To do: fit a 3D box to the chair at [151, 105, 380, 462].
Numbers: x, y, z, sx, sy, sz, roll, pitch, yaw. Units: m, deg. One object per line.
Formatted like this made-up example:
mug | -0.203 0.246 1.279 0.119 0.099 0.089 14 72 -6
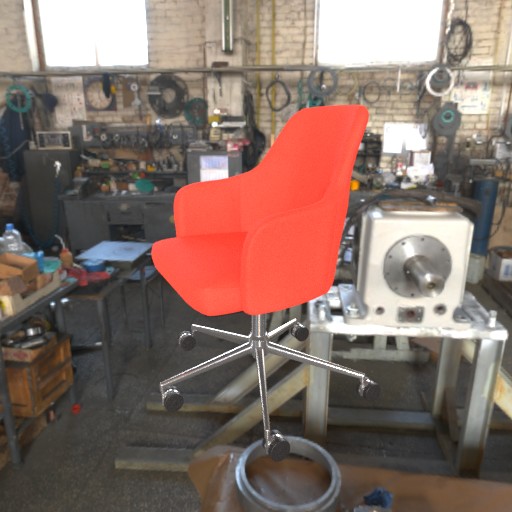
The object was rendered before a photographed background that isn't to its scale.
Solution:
chair | 0.000 0.000 1.259 0.600 0.820 0.655 -8 19 -25
